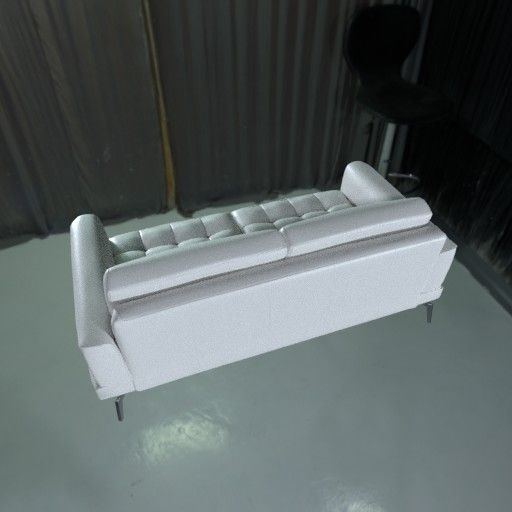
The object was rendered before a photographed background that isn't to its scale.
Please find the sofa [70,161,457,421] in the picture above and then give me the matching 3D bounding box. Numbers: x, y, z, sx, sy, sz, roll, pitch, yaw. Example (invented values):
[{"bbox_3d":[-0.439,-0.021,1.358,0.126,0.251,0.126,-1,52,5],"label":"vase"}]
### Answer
[{"bbox_3d":[0.000,0.000,2.773,2.177,0.930,1.121,-14,44,-15],"label":"sofa"}]
